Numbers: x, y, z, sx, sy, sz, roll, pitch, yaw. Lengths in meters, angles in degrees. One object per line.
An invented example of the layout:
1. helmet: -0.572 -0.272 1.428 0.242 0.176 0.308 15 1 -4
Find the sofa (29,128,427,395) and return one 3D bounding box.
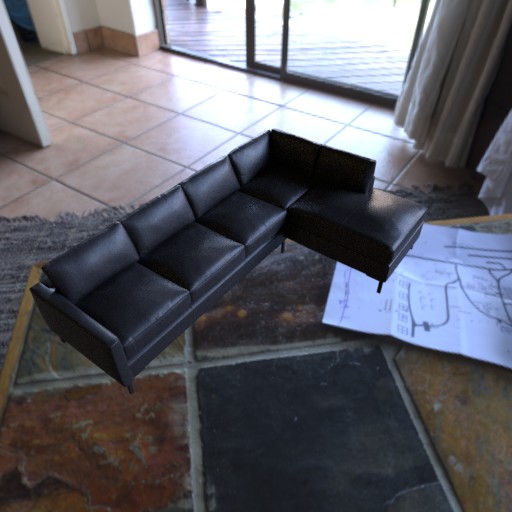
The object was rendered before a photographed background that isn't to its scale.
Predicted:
1. sofa: 0.000 0.000 3.824 1.938 0.877 2.984 26 47 27
